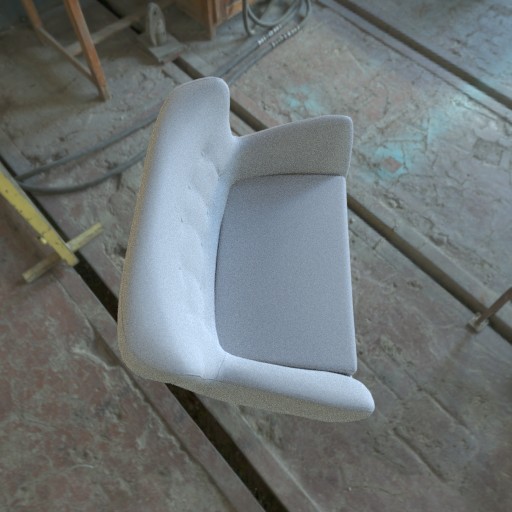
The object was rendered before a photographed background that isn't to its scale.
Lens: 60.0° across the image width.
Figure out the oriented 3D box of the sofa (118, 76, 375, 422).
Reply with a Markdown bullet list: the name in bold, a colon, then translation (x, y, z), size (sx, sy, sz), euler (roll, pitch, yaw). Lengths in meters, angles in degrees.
- **sofa**: translation (0.000, 0.000, 2.013), size (0.921, 0.878, 1.424), euler (2, 62, 1)
